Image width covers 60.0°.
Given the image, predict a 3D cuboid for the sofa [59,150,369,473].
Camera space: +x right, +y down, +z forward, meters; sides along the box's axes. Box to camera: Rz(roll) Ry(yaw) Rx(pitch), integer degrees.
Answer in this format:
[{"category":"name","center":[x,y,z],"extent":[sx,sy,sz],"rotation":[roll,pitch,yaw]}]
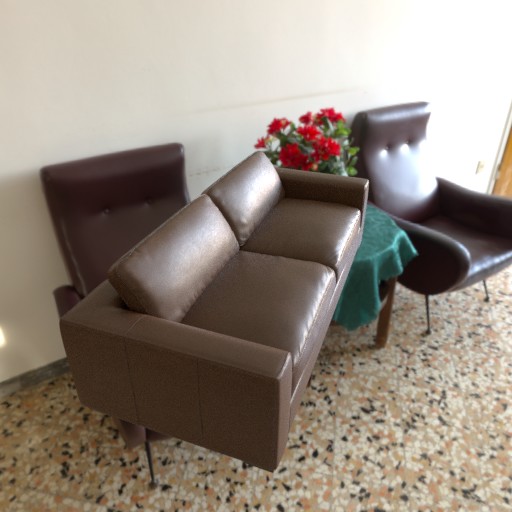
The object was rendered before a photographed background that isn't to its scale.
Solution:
[{"category":"sofa","center":[0.000,0.000,2.789],"extent":[1.070,0.801,2.262],"rotation":[11,32,18]}]
